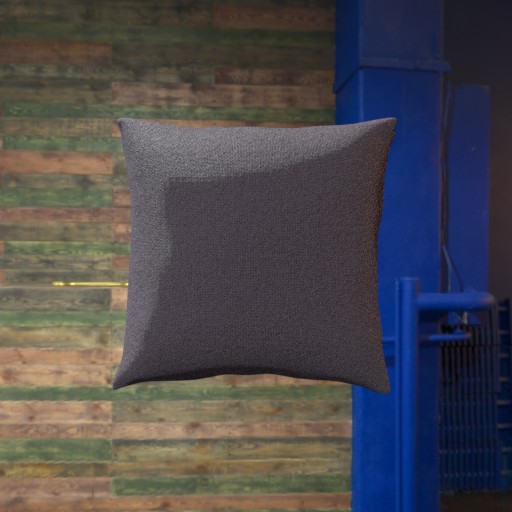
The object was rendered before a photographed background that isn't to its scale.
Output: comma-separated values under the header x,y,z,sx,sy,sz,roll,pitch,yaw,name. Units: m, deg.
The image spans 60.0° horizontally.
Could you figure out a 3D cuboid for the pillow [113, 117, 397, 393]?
x,y,z,sx,sy,sz,roll,pitch,yaw,name
0.000,0.000,0.709,0.452,0.439,0.204,0,0,-1,pillow
